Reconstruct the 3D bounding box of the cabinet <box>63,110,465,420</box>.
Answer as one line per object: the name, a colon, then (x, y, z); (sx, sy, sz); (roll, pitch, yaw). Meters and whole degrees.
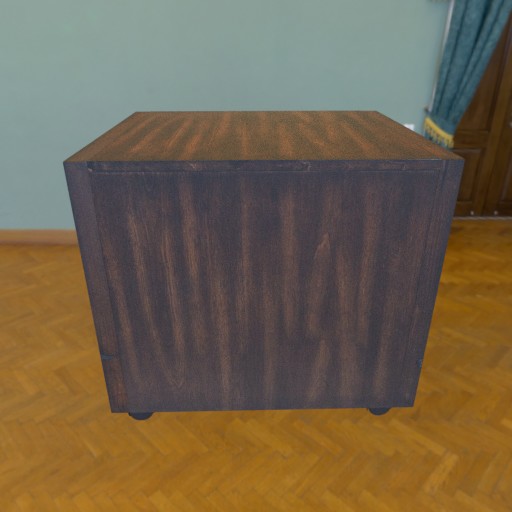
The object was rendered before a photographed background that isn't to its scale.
cabinet: (0.000, 0.000, 0.815); (0.500, 0.455, 0.402); (-1, 26, -1)
